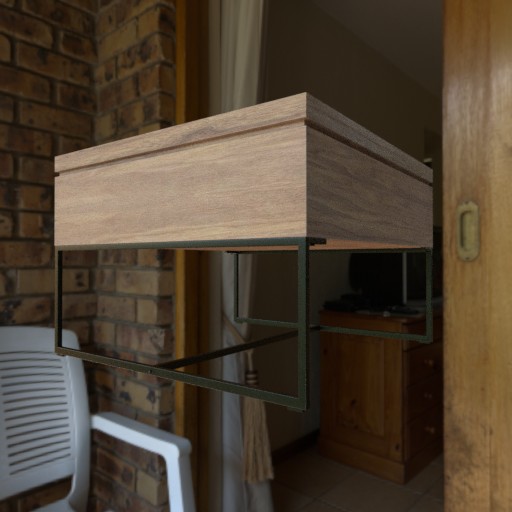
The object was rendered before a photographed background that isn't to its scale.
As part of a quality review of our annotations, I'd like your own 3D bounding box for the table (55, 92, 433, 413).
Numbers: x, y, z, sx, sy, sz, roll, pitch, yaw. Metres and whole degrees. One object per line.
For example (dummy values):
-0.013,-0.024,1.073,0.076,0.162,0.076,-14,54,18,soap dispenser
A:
0.000,0.000,1.110,0.676,0.464,0.679,0,-1,36,table
